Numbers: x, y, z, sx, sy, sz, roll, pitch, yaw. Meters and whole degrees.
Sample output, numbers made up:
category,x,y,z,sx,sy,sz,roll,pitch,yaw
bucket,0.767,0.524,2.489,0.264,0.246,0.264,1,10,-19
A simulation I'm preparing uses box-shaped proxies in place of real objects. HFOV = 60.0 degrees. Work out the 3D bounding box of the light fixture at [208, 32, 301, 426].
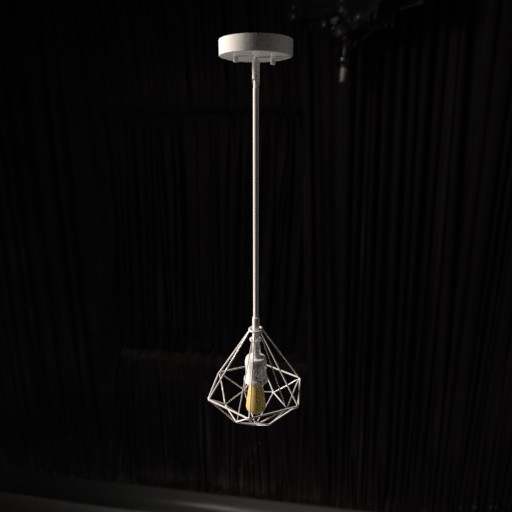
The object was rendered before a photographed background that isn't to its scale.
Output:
category,x,y,z,sx,sy,sz,roll,pitch,yaw
light fixture,0.000,0.000,1.987,0.431,1.764,0.487,2,16,7
